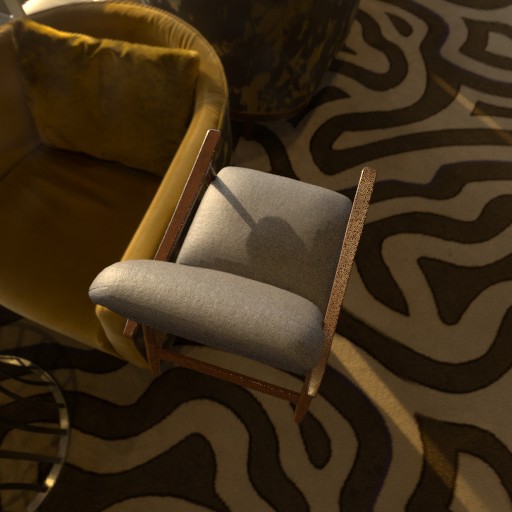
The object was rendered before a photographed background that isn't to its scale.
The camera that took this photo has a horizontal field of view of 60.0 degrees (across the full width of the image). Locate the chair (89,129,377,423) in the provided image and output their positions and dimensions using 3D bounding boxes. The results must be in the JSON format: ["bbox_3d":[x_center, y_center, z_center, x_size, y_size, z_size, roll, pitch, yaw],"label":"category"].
[{"bbox_3d":[0.000,0.000,1.788,0.762,1.081,1.014,16,64,8],"label":"chair"}]
